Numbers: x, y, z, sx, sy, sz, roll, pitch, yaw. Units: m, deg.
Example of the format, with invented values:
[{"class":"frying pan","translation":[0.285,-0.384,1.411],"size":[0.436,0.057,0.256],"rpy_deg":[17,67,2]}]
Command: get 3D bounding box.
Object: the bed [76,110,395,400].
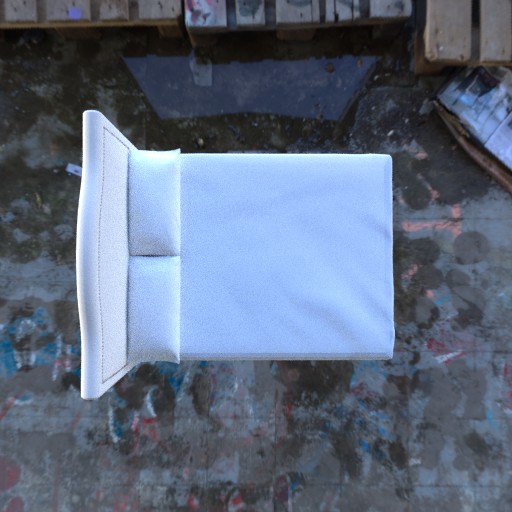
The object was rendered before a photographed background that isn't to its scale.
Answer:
[{"class":"bed","translation":[0.000,0.000,3.310],"size":[2.143,1.460,1.753],"rpy_deg":[0,89,-1]}]
